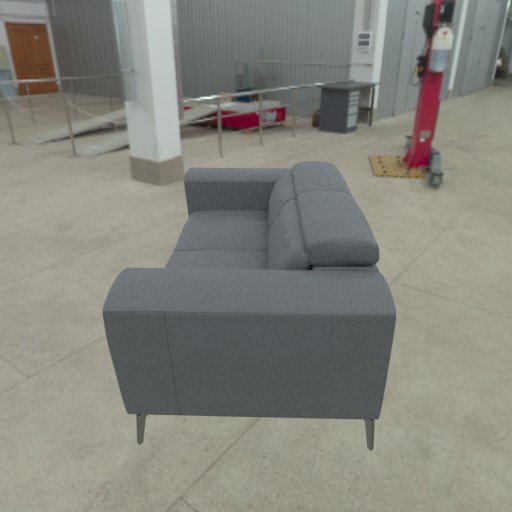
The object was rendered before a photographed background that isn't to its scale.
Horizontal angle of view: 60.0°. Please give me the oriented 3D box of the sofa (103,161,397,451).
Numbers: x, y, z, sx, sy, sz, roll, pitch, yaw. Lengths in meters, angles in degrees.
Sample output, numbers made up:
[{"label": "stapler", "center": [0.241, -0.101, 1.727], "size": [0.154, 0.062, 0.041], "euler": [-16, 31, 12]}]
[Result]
[{"label": "sofa", "center": [0.000, 0.000, 2.394], "size": [1.003, 0.779, 1.895], "euler": [1, 25, 2]}]
